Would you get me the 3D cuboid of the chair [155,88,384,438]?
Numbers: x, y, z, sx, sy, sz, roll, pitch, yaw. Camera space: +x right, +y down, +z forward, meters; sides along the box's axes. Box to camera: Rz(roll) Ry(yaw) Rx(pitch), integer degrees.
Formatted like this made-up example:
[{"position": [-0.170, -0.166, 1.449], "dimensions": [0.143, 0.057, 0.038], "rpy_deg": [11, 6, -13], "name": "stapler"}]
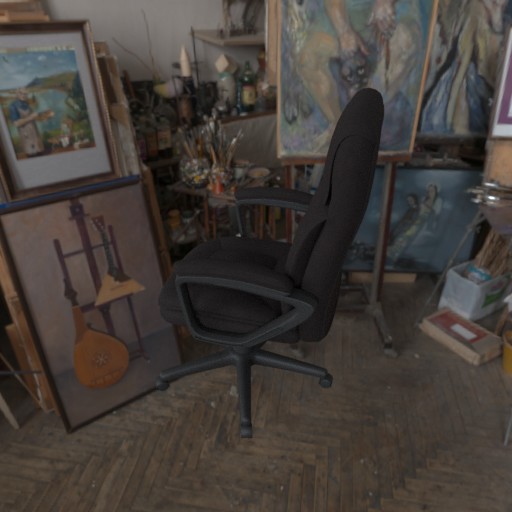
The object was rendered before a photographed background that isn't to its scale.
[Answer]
[{"position": [0.000, 0.000, 1.547], "dimensions": [0.724, 1.105, 0.667], "rpy_deg": [8, 32, 13], "name": "chair"}]
